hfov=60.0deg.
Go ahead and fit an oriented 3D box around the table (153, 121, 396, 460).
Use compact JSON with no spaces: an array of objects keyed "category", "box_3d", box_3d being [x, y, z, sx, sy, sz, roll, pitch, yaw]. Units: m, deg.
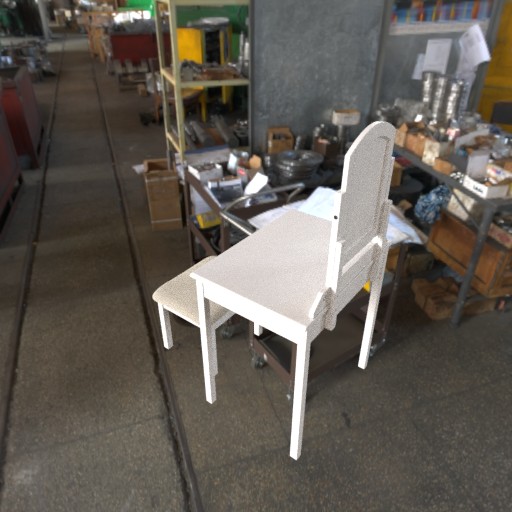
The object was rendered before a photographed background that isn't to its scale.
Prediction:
[{"category":"table","box_3d":[0.000,0.000,2.412,1.211,1.631,0.876,22,39,31]}]
